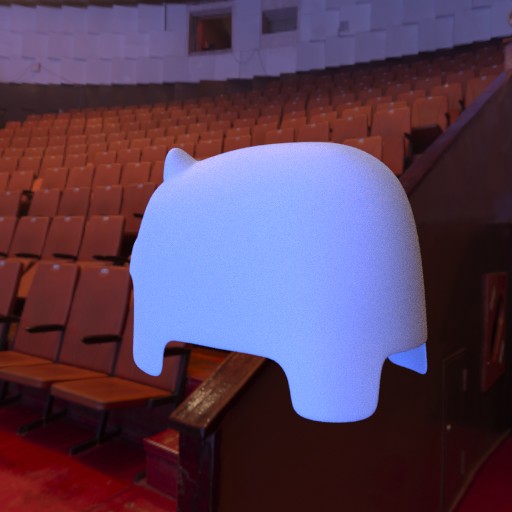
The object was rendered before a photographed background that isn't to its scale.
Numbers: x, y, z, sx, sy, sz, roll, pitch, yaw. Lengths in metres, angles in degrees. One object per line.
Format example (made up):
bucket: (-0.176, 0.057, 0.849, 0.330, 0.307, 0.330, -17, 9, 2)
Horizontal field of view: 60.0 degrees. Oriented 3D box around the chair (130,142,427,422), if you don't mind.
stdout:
chair: (0.000, 0.000, 0.846, 0.619, 0.423, 0.364, 1, 1, 37)
